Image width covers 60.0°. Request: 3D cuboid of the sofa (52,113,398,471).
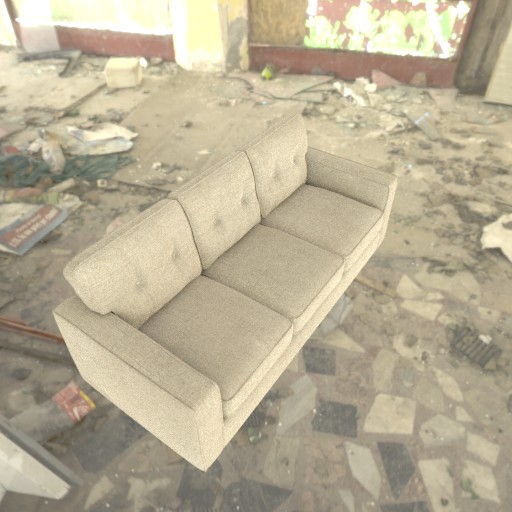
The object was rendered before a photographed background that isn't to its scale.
[{"bbox_3d":[0.000,0.000,2.675,0.939,0.965,2.133,25,48,25],"label":"sofa"}]
